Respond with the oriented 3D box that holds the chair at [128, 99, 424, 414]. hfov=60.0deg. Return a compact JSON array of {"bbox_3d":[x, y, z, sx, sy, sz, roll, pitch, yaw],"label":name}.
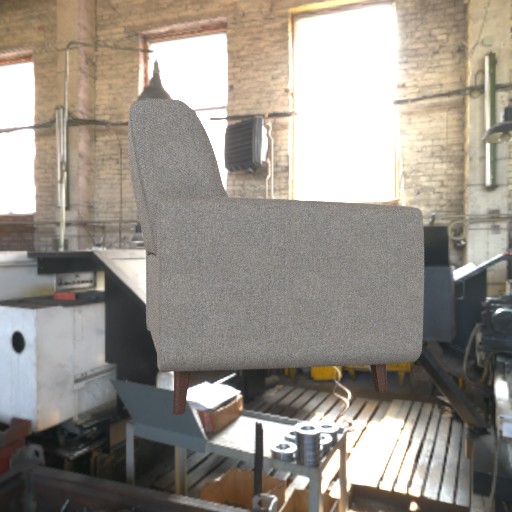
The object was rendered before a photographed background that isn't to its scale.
[{"bbox_3d":[0.000,0.000,1.703,0.942,0.968,0.845,0,1,-16],"label":"chair"}]
